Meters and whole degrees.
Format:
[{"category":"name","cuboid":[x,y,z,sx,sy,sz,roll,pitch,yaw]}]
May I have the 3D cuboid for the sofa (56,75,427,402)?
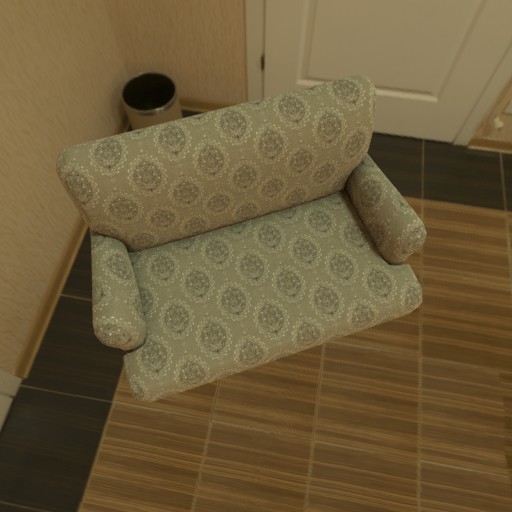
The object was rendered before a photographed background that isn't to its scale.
[{"category":"sofa","cuboid":[0.000,0.000,1.798,1.297,0.889,0.779,-17,64,-8]}]
